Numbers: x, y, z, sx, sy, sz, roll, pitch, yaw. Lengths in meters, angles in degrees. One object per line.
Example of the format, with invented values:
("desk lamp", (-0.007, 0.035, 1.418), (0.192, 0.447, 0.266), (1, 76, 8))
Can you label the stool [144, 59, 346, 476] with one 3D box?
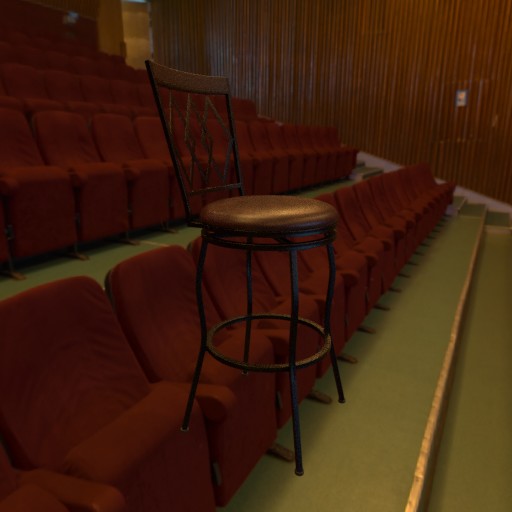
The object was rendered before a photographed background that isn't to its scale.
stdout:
("stool", (0.000, 0.000, 1.412), (0.521, 1.134, 0.432), (8, 17, 27))
